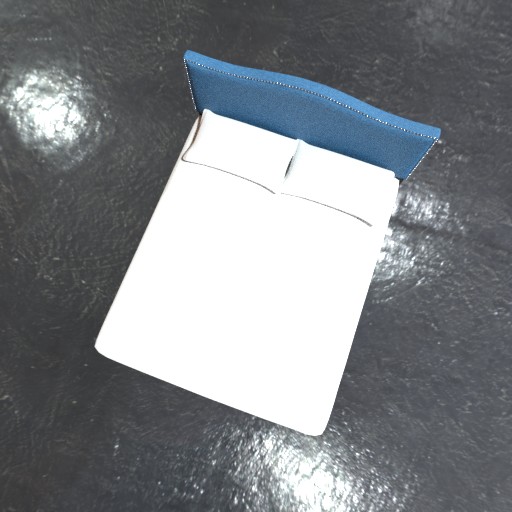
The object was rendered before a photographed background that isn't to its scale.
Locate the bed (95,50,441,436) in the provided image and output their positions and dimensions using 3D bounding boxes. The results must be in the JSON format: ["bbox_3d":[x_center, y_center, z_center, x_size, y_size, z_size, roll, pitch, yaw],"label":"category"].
[{"bbox_3d":[0.000,0.000,2.859,1.610,1.169,1.872,19,76,5],"label":"bed"}]
